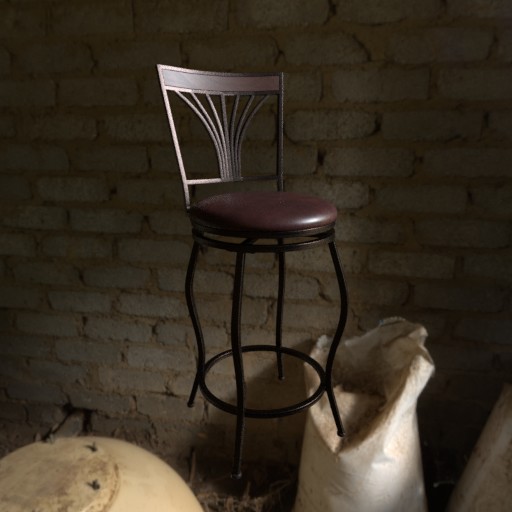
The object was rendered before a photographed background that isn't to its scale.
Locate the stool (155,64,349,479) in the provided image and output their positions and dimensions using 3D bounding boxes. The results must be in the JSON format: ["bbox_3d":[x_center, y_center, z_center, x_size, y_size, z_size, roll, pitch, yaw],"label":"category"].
[{"bbox_3d":[0.000,0.000,1.366,0.433,1.117,0.514,-8,18,-27],"label":"stool"}]
